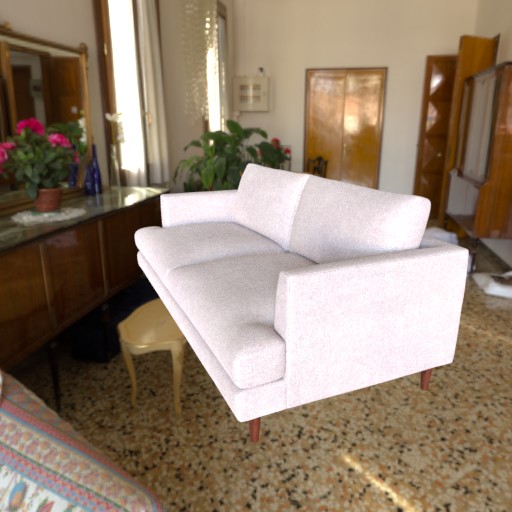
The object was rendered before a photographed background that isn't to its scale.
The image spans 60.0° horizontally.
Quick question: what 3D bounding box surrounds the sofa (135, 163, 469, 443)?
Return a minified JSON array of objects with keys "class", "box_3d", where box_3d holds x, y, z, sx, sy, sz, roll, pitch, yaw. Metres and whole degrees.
[{"class":"sofa","box_3d":[0.000,0.000,2.467,1.020,0.868,1.948,-7,18,-23]}]
